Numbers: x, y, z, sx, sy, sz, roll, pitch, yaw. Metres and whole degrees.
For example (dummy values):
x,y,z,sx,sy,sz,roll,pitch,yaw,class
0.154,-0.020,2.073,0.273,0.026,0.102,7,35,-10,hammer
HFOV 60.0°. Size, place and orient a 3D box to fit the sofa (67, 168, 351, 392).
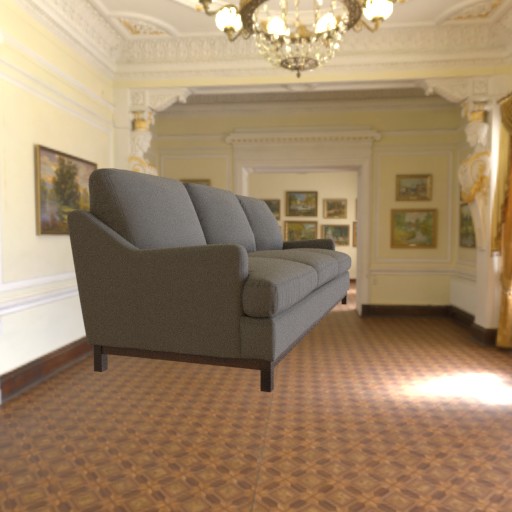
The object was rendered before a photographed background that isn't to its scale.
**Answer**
x,y,z,sx,sy,sz,roll,pitch,yaw,class
0.000,0.000,2.895,0.987,0.926,2.344,1,3,19,sofa
